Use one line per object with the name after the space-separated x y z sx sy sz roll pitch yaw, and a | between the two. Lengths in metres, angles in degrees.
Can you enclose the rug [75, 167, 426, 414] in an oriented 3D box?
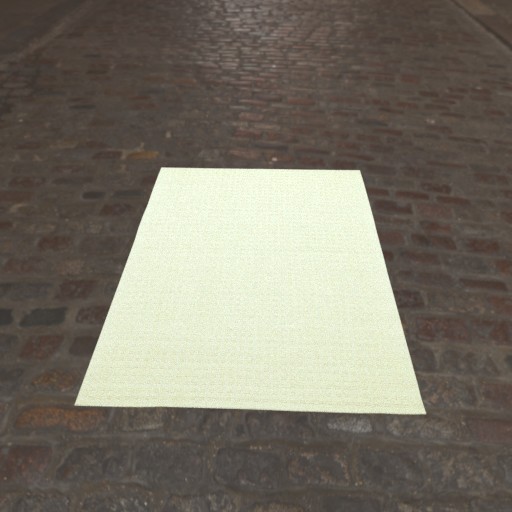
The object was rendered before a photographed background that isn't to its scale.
0.000 0.000 4.257 2.452 0.016 3.204 1 42 1 | rug
